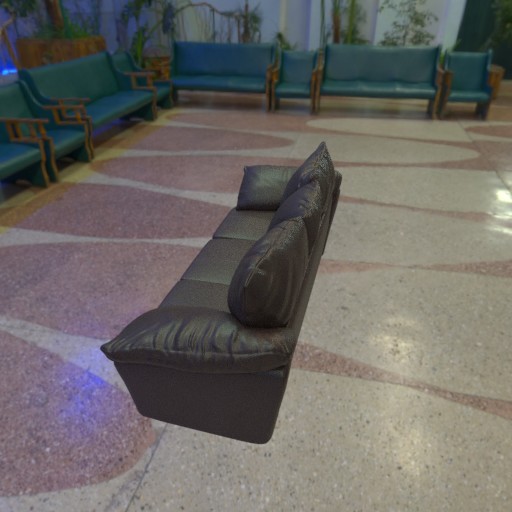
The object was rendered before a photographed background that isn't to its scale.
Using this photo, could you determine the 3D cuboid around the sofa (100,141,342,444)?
[{"bbox_3d":[0.000,0.000,2.951,0.907,1.091,2.390,8,32,13],"label":"sofa"}]
